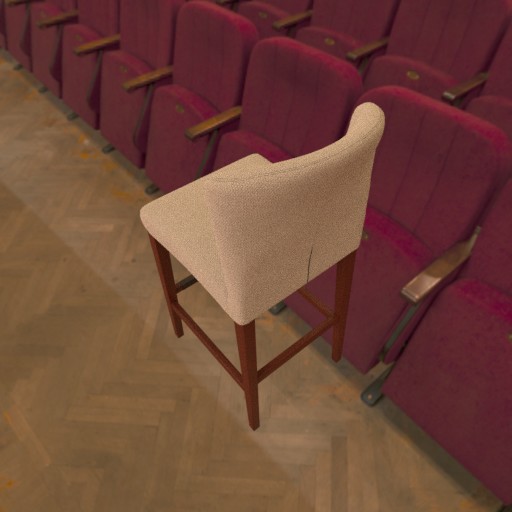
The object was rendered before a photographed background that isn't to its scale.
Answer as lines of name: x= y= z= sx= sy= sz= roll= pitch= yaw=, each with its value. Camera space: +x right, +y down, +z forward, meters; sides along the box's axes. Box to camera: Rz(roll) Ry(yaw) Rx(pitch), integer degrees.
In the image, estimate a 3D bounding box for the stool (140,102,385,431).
stool: x=0.000 y=0.000 z=1.383 sx=0.481 sy=1.069 sz=0.568 roll=-31 pitch=54 yaw=-26
